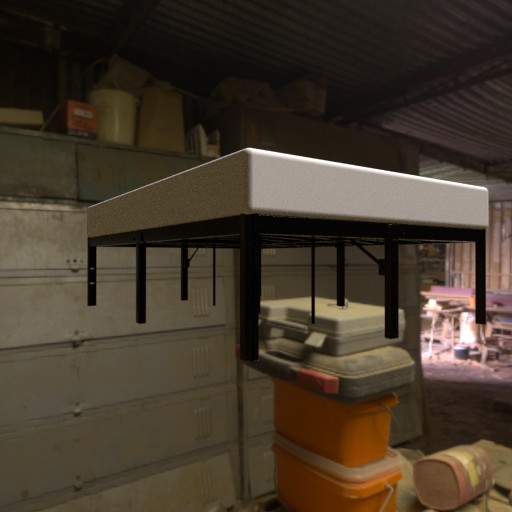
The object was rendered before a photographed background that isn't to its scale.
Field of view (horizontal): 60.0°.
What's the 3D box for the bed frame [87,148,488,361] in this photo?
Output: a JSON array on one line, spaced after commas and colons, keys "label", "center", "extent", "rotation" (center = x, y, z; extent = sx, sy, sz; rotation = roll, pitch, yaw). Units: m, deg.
[{"label": "bed frame", "center": [0.000, 0.000, 2.545], "extent": [1.408, 0.659, 1.956], "rotation": [0, 0, -34]}]
